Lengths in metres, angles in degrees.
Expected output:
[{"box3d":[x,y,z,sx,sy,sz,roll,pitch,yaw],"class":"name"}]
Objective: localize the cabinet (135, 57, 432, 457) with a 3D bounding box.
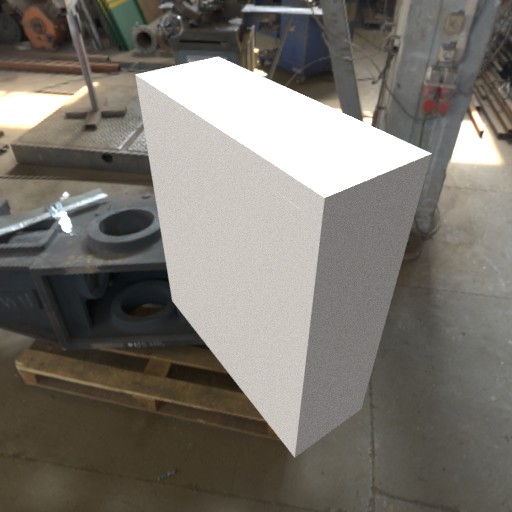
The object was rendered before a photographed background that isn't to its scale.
[{"box3d":[0.000,0.000,1.677,0.348,1.150,0.990,-24,45,-26],"class":"cabinet"}]
